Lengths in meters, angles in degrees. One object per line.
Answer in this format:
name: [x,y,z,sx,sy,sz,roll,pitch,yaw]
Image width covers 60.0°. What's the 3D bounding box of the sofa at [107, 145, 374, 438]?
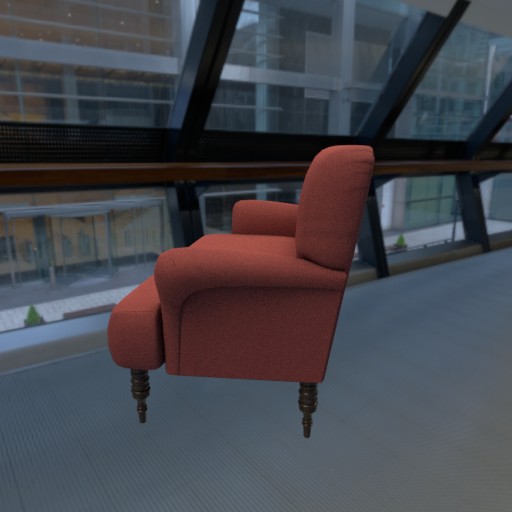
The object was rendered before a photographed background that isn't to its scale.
sofa: [0.000,0.000,1.834,0.779,0.889,1.297,2,14,8]
